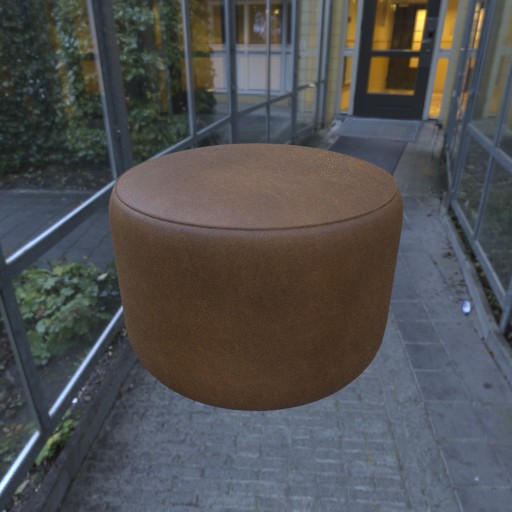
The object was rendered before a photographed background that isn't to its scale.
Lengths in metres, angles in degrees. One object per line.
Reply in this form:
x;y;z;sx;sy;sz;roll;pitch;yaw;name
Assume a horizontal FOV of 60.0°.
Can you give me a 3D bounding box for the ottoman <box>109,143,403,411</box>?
0.000;0.000;1.010;0.607;0.438;0.607;0;26;0;ottoman
